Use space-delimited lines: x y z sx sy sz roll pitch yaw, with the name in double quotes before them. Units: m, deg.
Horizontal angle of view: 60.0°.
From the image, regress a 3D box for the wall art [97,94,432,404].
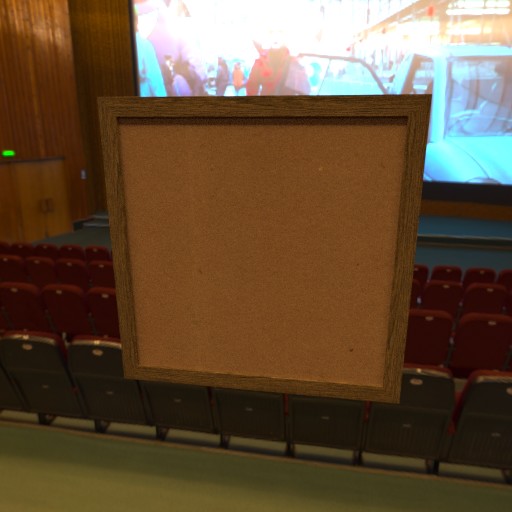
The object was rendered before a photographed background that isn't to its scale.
"wall art" 0.000 0.000 0.747 0.508 0.508 0.019 3 17 9
